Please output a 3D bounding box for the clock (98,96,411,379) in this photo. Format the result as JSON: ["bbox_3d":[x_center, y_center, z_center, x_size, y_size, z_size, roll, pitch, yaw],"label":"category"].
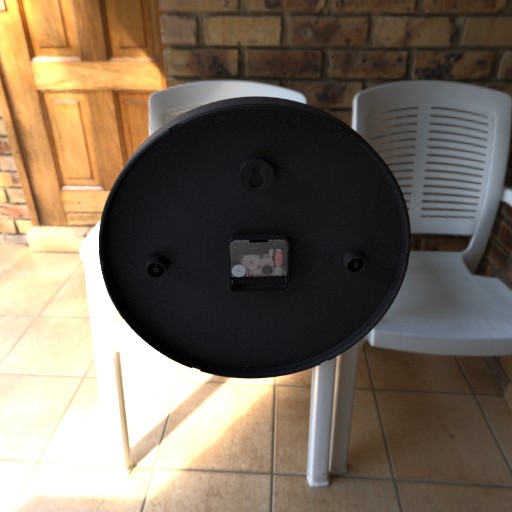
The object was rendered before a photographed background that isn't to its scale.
[{"bbox_3d":[0.000,0.000,0.433,0.293,0.293,0.040,-1,30,-2],"label":"clock"}]
